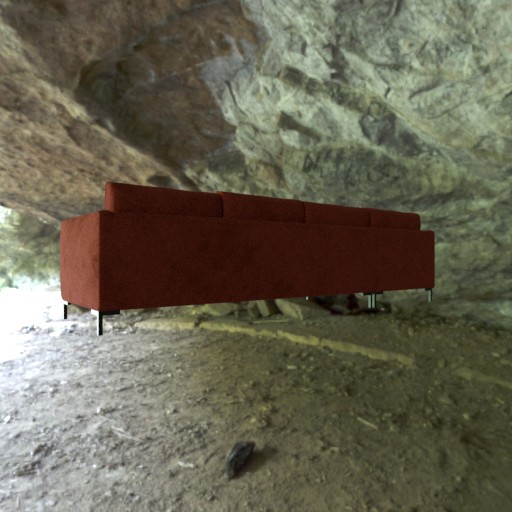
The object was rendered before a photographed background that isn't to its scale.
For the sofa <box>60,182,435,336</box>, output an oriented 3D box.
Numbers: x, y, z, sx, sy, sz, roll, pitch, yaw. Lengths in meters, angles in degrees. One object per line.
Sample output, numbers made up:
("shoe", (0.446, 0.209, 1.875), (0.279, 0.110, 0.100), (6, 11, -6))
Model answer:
("sofa", (0.000, 0.000, 2.969), (2.467, 0.663, 1.136), (0, 0, -36))
